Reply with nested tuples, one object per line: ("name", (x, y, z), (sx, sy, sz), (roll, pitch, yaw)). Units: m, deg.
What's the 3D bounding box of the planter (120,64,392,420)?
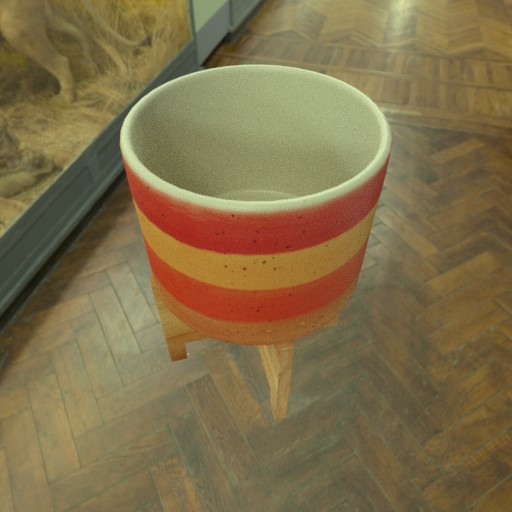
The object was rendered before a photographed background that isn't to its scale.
("planter", (0.000, 0.000, 0.561), (0.269, 0.379, 0.269), (0, 47, 0))
